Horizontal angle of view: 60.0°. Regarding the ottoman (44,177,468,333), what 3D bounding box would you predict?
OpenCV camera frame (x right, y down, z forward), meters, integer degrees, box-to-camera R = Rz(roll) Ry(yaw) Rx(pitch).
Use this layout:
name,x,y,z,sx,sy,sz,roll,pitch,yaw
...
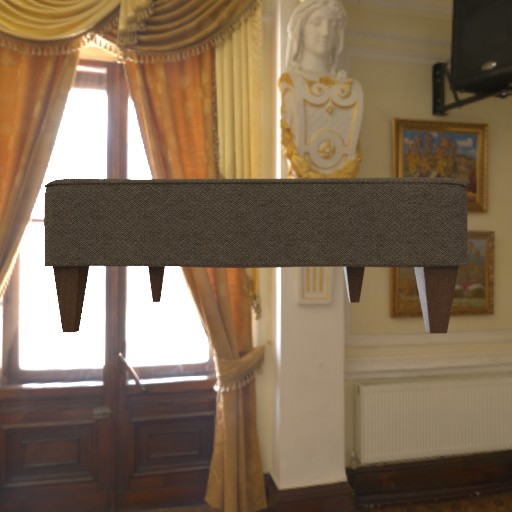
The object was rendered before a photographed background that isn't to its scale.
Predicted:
name,x,y,z,sx,sy,sz,roll,pitch,yaw
ottoman,0.000,0.000,1.472,0.970,0.378,0.981,0,-1,0
